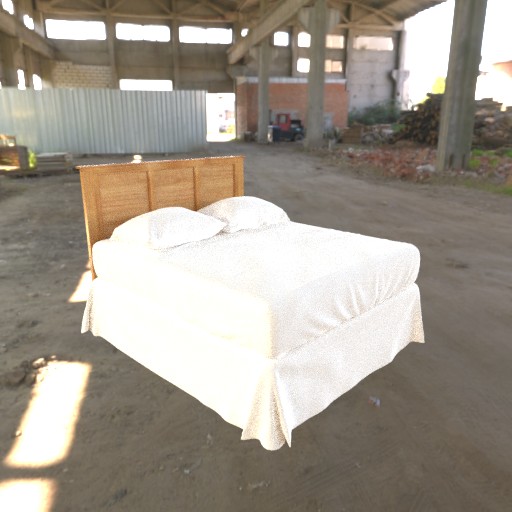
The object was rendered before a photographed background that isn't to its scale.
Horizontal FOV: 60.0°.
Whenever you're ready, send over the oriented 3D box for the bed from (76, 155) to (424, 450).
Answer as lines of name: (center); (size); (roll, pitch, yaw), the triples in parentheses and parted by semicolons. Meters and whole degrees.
bed: (0.000, 0.000, 3.239); (2.035, 1.273, 1.870); (15, 22, 42)
